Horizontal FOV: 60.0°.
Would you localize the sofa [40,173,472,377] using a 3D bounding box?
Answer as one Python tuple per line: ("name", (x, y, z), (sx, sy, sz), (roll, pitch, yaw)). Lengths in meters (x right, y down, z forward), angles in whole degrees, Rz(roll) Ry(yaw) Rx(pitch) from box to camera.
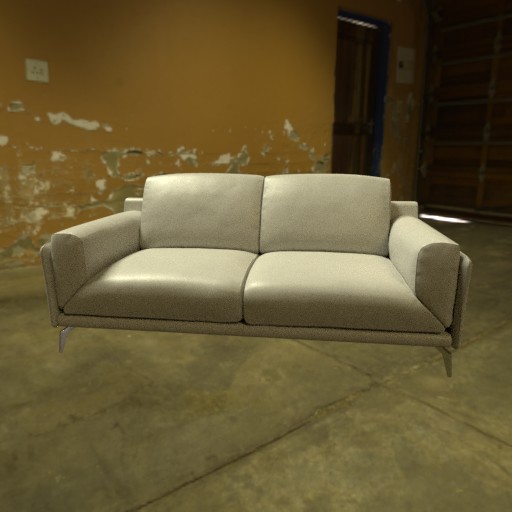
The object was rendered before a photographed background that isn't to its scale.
("sofa", (0.000, 0.000, 2.622), (2.101, 0.930, 1.049), (2, 13, 8))
